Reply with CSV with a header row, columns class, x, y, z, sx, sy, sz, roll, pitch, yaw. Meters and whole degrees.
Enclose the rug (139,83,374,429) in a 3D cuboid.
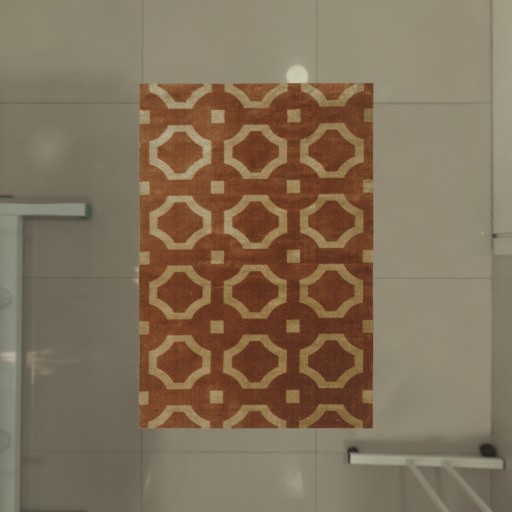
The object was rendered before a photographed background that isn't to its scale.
class,x,y,z,sx,sy,sz,roll,pitch,yaw
rug,0.000,0.000,2.929,1.555,0.016,2.286,0,90,0
